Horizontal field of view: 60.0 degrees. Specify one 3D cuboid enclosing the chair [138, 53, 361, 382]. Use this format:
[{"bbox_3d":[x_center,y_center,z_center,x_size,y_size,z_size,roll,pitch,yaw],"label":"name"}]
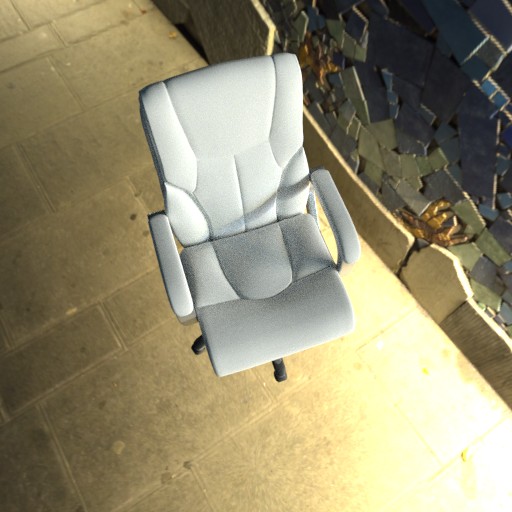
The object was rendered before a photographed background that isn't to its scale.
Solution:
[{"bbox_3d":[0.000,0.000,1.607,0.687,1.120,0.738,-17,66,-8],"label":"chair"}]
